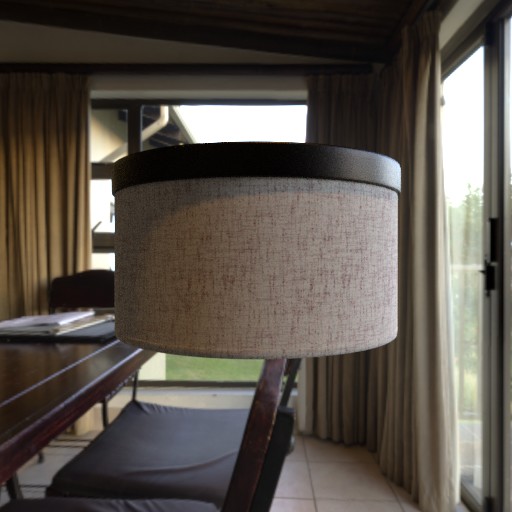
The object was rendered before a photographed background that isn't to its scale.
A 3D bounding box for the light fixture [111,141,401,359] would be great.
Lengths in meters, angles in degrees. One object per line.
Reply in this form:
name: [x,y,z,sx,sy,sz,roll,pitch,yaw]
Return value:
light fixture: [0.000,0.000,0.628,0.389,0.229,0.389,0,0,0]
